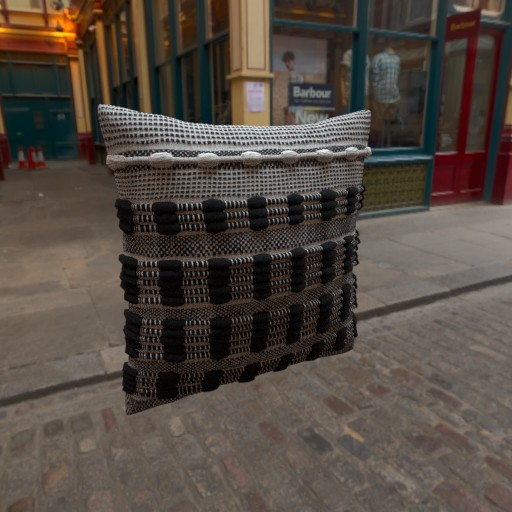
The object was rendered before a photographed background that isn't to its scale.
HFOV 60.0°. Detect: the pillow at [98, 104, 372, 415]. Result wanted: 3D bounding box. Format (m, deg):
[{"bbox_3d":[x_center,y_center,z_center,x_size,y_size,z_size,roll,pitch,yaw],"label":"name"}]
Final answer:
[{"bbox_3d":[0.000,0.000,0.689,0.436,0.438,0.156,-9,18,-27],"label":"pillow"}]
